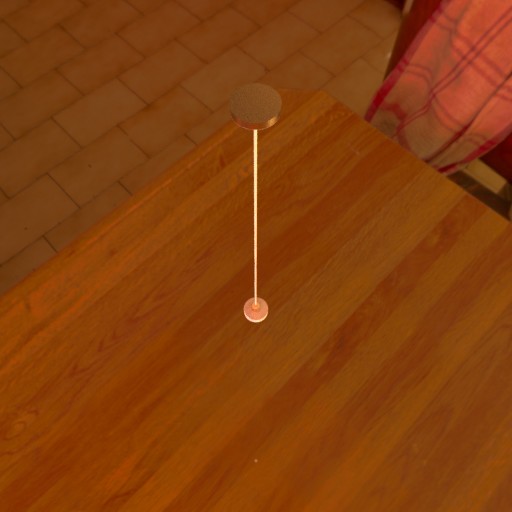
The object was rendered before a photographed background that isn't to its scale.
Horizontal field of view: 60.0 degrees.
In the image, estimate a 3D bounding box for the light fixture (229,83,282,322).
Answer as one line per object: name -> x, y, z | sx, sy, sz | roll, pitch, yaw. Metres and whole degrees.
light fixture -> 0.000, 0.000, 1.771 | 0.129, 1.669, 0.129 | 14, 66, 6
